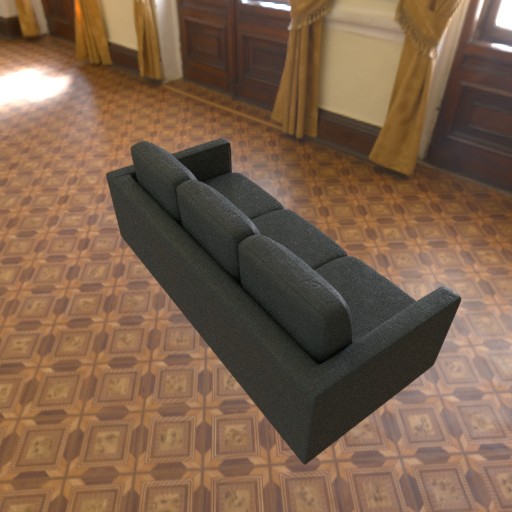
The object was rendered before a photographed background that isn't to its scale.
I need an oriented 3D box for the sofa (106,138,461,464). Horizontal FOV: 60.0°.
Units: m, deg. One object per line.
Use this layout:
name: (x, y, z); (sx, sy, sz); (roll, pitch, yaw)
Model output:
sofa: (0.000, 0.000, 2.573); (0.935, 0.945, 2.013); (-25, 46, -27)
